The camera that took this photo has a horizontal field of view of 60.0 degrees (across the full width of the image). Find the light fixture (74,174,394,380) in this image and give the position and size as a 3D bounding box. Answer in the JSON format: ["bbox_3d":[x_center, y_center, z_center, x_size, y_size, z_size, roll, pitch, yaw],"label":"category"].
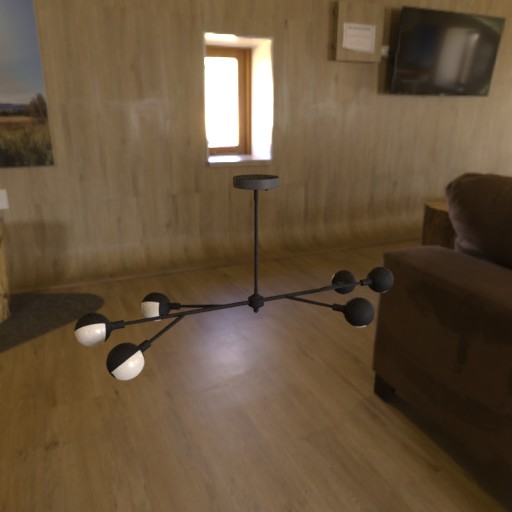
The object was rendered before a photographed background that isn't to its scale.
[{"bbox_3d":[0.000,0.000,1.024,0.778,0.362,0.434,-2,17,-8],"label":"light fixture"}]
